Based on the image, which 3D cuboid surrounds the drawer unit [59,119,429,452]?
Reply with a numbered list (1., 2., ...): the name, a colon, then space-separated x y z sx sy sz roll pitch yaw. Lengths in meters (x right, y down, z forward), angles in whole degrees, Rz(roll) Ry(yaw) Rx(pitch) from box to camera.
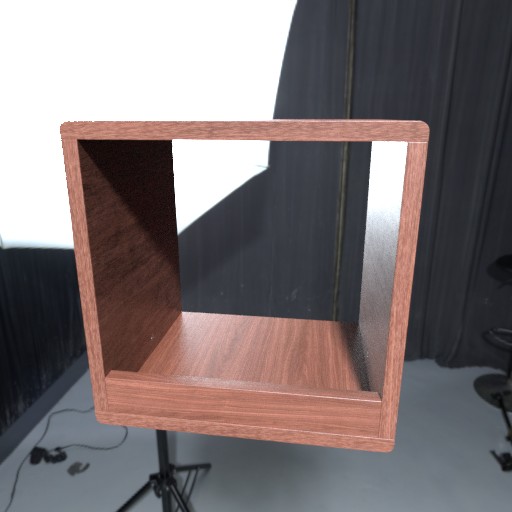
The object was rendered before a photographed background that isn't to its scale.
1. drawer unit: 0.000 0.000 0.598 0.349 0.351 0.290 3 18 8
